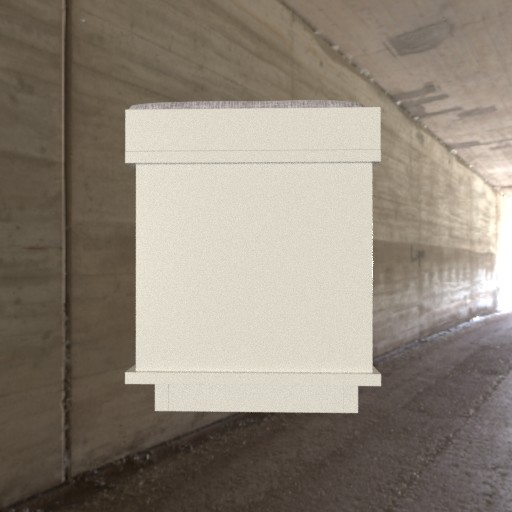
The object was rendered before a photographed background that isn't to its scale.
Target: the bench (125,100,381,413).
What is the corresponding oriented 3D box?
[{"bbox_3d":[0.000,0.000,0.974,0.362,0.461,0.734,0,0,2],"label":"bench"}]
